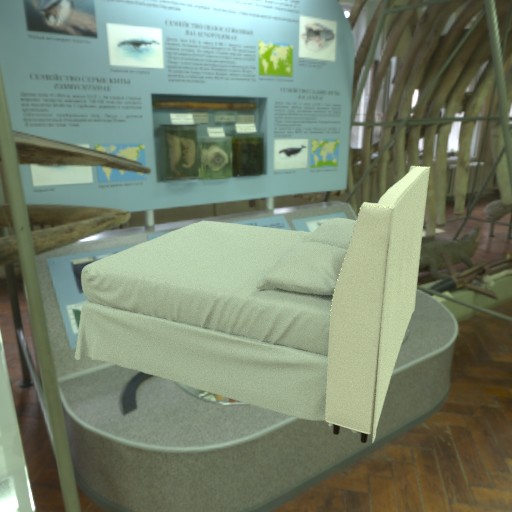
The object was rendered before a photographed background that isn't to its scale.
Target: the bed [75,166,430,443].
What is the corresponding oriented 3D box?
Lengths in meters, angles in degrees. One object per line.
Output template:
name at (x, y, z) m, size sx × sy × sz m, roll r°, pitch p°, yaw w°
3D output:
bed at (0.000, 0.000, 3.447) m, size 2.276 × 1.332 × 1.925 m, roll 8°, pitch 19°, yaw 24°
